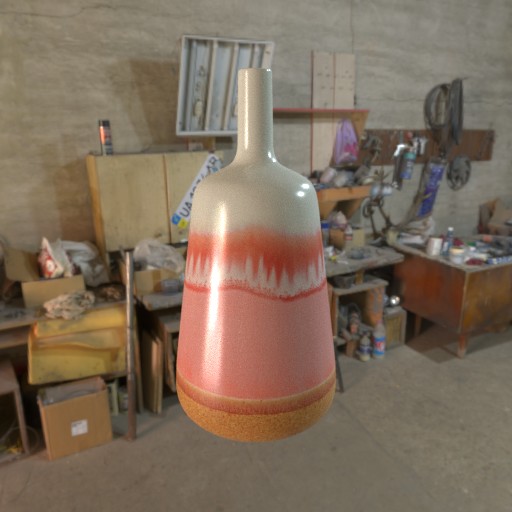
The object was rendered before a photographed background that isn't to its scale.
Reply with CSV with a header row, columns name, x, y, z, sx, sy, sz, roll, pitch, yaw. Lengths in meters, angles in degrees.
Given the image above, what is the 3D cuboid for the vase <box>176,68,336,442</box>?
name,x,y,z,sx,sy,sz,roll,pitch,yaw
vase,0.000,0.000,0.380,0.144,0.296,0.144,0,14,0
